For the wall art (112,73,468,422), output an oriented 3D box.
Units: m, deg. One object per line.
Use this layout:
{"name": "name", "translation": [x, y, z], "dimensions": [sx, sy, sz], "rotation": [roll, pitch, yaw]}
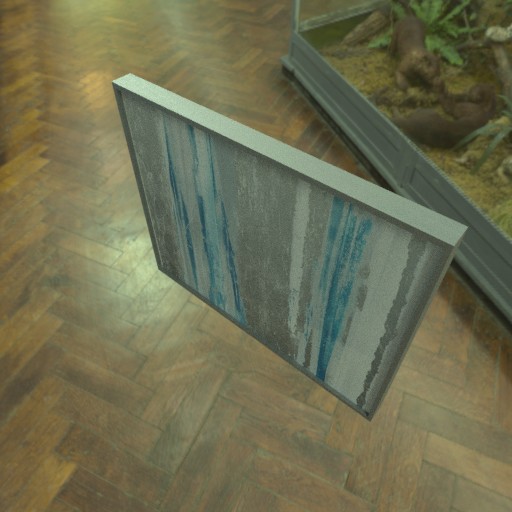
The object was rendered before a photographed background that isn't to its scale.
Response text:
{"name": "wall art", "translation": [0.000, 0.000, 0.749], "dimensions": [0.557, 0.450, 0.037], "rotation": [32, 55, 26]}
